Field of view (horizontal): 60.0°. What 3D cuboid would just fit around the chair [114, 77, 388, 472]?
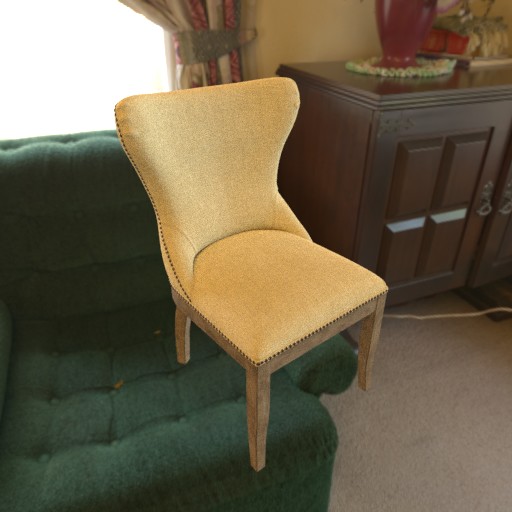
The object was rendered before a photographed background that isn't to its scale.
[{"bbox_3d":[0.000,0.000,1.449,0.654,1.002,0.681,-22,37,-33],"label":"chair"}]
